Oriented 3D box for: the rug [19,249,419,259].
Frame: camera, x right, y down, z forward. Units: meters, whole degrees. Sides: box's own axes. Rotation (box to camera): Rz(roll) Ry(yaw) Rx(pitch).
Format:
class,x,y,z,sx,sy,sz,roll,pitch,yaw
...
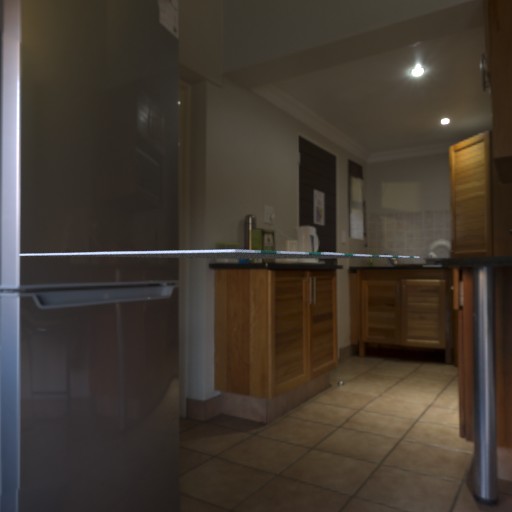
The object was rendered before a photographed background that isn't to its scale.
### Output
class,x,y,z,sx,sy,sz,roll,pitch,yaw
rug,0.000,0.000,3.019,1.521,0.015,2.436,-1,-1,35
